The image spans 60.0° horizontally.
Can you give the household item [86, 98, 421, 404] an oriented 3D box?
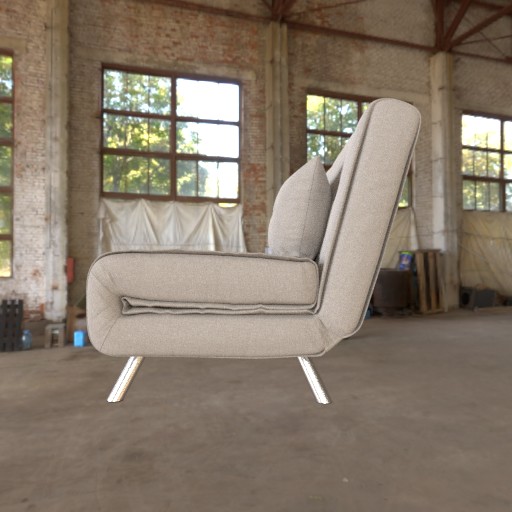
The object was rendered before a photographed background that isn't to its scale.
[{"bbox_3d":[0.000,0.000,1.620,0.874,0.800,1.000,0,-1,1],"label":"household item"}]
